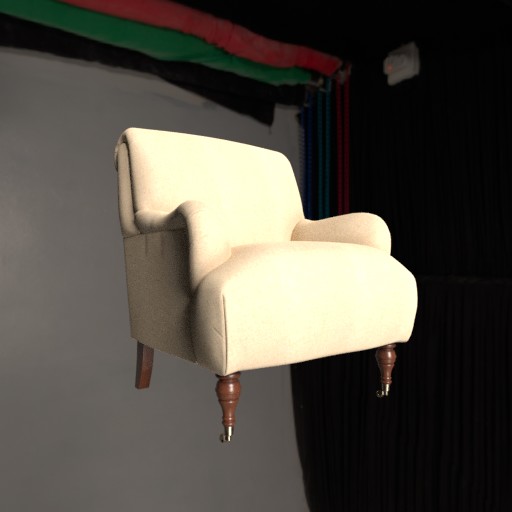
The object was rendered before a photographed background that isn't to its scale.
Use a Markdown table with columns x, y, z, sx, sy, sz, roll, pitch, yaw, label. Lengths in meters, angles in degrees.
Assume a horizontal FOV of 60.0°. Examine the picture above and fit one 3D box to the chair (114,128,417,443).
| x | y | z | sx | sy | sz | roll | pitch | yaw | label |
| --- | --- | --- | --- | --- | --- | --- | --- | --- | --- |
| 0.000 | 0.000 | 1.539 | 0.766 | 0.944 | 0.842 | 0 | 0 | -35 | chair |
